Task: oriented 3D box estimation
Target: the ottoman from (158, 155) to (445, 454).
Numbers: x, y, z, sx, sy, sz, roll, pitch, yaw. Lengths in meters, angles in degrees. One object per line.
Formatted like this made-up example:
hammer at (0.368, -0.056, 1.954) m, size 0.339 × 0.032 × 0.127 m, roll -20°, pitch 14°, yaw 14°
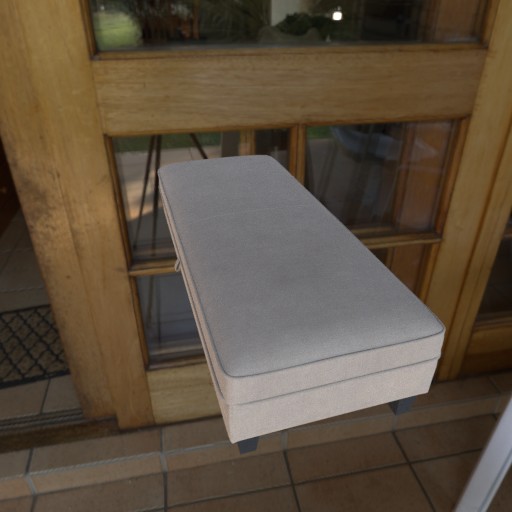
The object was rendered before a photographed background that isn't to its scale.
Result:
ottoman at (0.000, 0.000, 2.020) m, size 0.735 × 0.460 × 1.726 m, roll -9°, pitch 32°, yaw -14°
